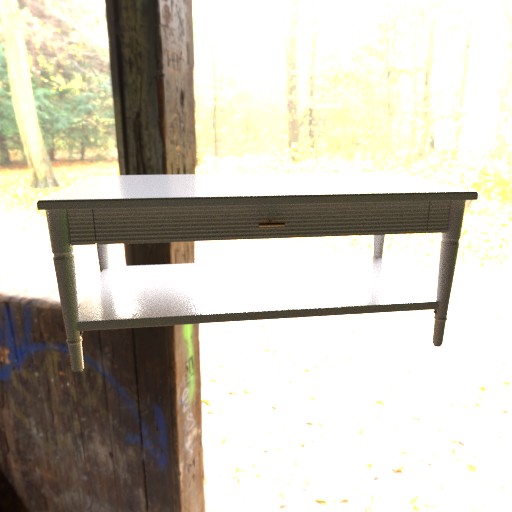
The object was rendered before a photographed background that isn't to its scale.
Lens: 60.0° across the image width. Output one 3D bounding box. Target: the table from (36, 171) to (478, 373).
[{"bbox_3d":[0.000,0.000,1.385,1.067,0.457,0.559,-2,16,-8],"label":"table"}]
